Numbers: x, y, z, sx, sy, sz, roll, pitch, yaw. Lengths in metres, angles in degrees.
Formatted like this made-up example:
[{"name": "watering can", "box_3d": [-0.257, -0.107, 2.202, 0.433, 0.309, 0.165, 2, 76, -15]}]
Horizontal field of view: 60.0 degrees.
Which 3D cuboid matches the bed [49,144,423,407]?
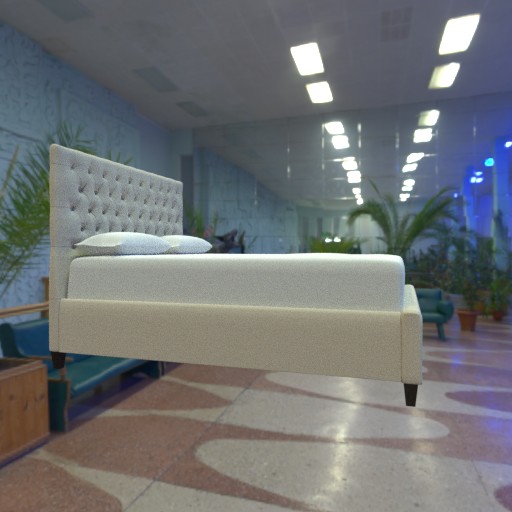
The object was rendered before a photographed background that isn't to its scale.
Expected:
[{"name": "bed", "box_3d": [0.000, 0.000, 3.244, 2.233, 1.426, 1.696, 0, 1, 18]}]
